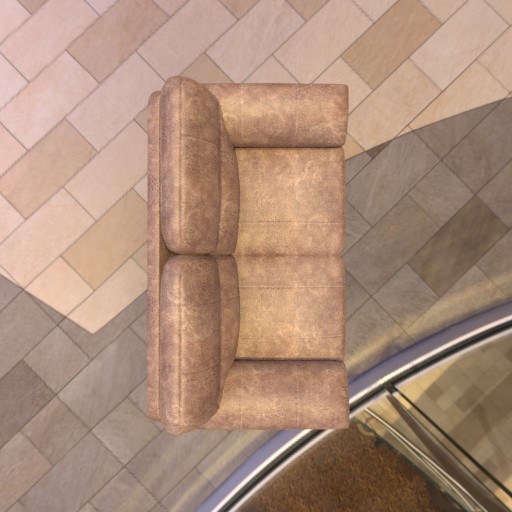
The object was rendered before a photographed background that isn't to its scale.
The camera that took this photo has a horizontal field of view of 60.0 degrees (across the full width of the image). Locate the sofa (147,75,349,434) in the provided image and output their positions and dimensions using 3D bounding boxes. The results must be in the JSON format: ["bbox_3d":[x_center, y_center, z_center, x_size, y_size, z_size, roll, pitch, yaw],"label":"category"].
[{"bbox_3d":[0.000,0.000,2.343,0.991,0.991,1.753,0,89,0],"label":"sofa"}]
